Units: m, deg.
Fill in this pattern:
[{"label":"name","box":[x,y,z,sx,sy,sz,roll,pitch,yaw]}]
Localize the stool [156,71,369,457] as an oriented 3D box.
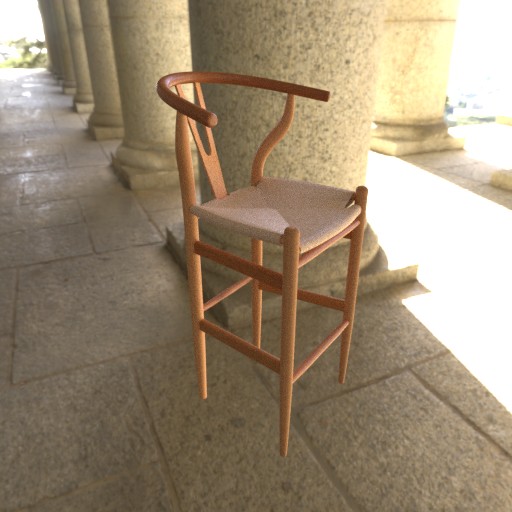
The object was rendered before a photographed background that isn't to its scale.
[{"label":"stool","box":[0.000,0.000,1.415,0.561,1.068,0.574,18,31,32]}]
